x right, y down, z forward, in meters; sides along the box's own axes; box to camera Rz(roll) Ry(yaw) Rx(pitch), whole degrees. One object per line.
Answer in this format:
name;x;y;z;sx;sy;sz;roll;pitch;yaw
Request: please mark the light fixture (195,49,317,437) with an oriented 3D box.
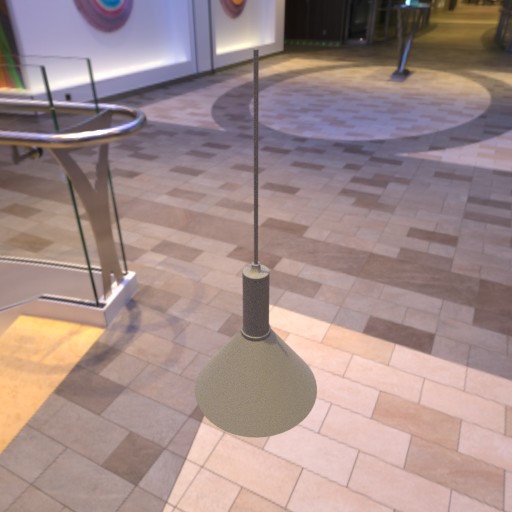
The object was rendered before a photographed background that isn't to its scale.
light fixture;0.000;0.000;0.803;0.267;0.683;0.267;-10;33;-16
